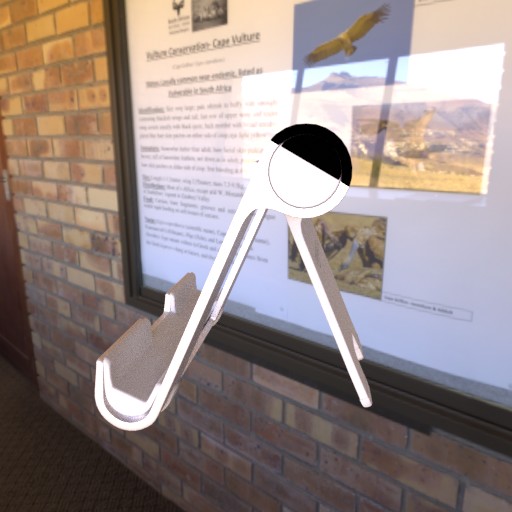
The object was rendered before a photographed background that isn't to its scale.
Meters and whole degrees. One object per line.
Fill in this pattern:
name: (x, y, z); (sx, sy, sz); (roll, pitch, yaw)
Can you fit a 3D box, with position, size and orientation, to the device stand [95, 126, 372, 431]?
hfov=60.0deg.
device stand: (0.000, 0.000, 0.152); (0.079, 0.084, 0.086); (2, 14, 8)
